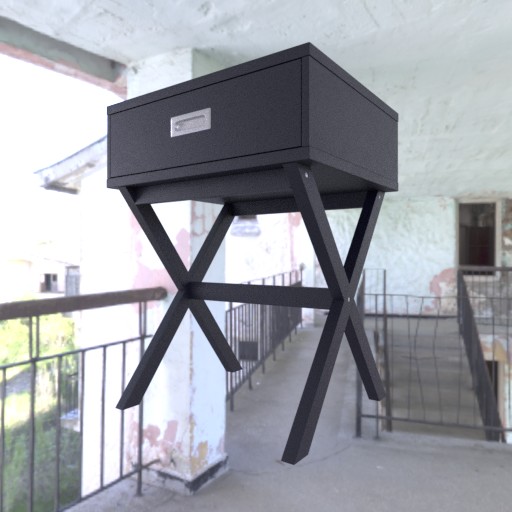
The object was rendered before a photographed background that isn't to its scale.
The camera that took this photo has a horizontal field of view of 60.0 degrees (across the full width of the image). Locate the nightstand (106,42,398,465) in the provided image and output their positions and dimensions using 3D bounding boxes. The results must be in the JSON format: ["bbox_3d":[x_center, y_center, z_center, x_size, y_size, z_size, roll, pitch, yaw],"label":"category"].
[{"bbox_3d":[0.000,0.000,0.945,0.479,0.623,0.402,0,0,36],"label":"nightstand"}]
